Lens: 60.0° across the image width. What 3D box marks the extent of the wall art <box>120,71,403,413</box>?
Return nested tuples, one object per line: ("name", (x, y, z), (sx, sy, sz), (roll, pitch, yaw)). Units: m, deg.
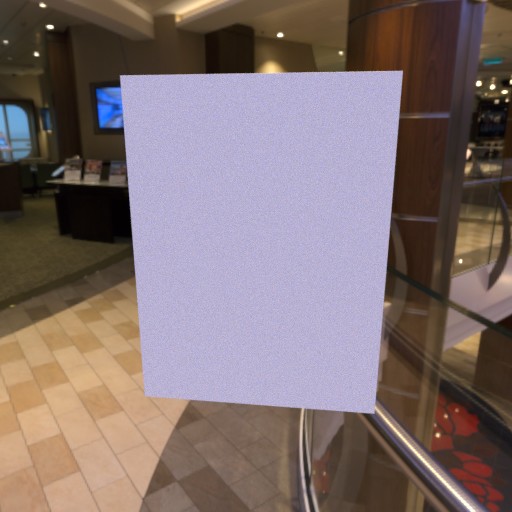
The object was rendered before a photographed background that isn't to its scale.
("wall art", (0.000, 0.000, 0.795), (0.457, 0.610, 0.003), (2, 16, 7))
